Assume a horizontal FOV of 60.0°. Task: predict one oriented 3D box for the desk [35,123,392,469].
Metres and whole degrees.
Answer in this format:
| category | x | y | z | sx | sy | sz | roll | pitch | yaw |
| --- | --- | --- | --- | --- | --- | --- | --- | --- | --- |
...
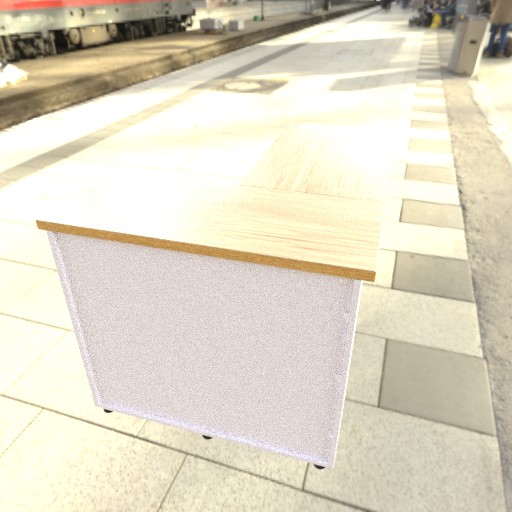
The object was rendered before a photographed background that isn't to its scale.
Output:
| category | x | y | z | sx | sy | sz | roll | pitch | yaw |
| --- | --- | --- | --- | --- | --- | --- | --- | --- | --- |
| desk | 0.000 | 0.000 | 1.765 | 0.900 | 0.760 | 1.170 | 9 | 32 | 14 |
